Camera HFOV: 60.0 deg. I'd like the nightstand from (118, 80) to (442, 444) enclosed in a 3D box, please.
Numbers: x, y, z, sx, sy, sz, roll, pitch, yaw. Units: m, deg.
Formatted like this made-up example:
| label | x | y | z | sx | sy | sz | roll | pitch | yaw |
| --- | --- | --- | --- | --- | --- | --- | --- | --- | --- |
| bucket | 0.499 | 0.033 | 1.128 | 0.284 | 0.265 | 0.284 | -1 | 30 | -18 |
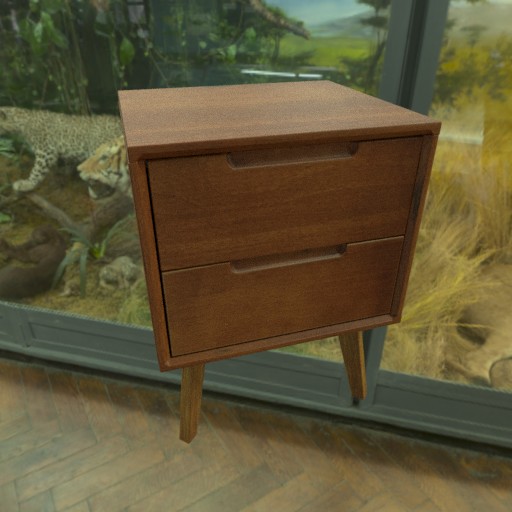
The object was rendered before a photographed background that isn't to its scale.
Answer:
| label | x | y | z | sx | sy | sz | roll | pitch | yaw |
| --- | --- | --- | --- | --- | --- | --- | --- | --- | --- |
| nightstand | 0.000 | 0.000 | 0.933 | 0.460 | 0.618 | 0.411 | -9 | 31 | -14 |
